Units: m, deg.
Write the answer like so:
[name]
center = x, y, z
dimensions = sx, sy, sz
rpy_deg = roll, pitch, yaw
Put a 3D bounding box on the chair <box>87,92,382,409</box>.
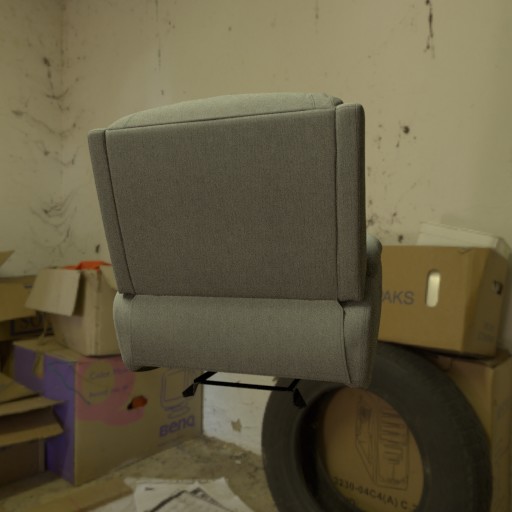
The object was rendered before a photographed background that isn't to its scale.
[chair]
center = 0.000, 0.000, 1.711
dimensions = 0.930, 1.011, 0.899
rpy_deg = 0, 0, 17
